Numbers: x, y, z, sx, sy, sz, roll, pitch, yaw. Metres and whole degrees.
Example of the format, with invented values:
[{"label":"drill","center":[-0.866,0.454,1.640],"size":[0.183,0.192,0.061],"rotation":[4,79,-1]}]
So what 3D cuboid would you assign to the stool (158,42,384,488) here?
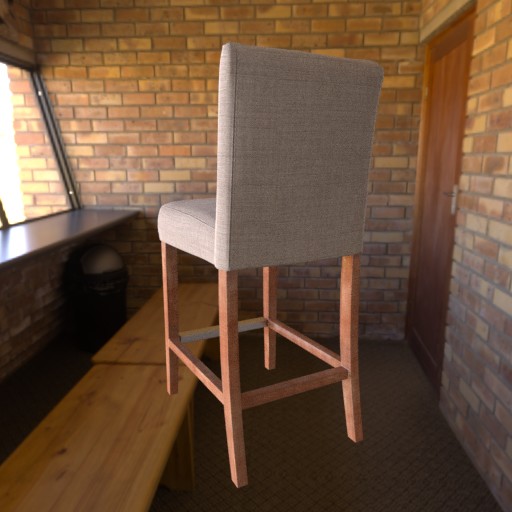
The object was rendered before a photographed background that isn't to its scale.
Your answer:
[{"label":"stool","center":[0.000,0.000,1.326],"size":[0.454,1.039,0.567],"rotation":[-7,14,-28]}]
